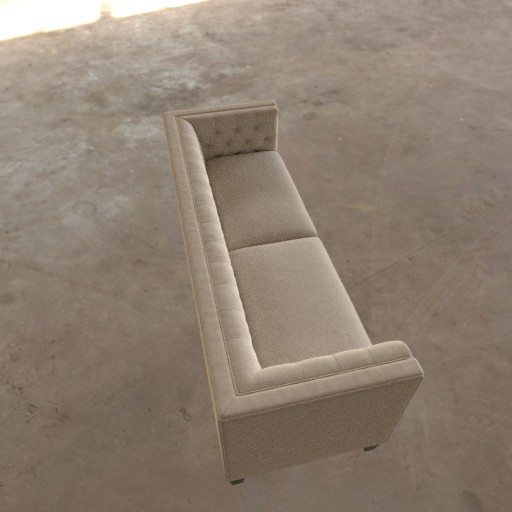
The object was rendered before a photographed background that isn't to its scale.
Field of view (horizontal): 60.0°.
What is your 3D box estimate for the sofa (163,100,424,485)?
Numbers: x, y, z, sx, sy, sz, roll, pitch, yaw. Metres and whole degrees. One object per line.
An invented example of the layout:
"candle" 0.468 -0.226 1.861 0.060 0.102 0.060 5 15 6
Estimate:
"sofa" 0.000 0.000 2.547 0.775 0.762 2.159 -10 47 -9
